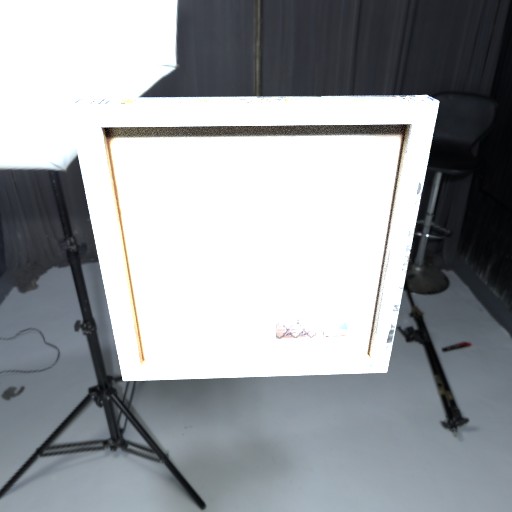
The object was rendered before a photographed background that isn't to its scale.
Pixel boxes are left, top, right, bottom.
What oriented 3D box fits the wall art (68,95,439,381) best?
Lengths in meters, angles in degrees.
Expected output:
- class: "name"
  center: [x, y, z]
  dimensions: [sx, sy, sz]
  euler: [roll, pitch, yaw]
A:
- class: "wall art"
  center: [0.000, 0.000, 0.606]
  dimensions: [0.411, 0.410, 0.038]
  euler: [-1, 29, -2]
